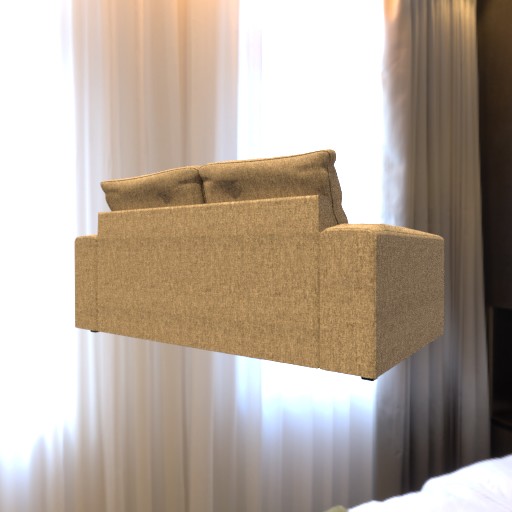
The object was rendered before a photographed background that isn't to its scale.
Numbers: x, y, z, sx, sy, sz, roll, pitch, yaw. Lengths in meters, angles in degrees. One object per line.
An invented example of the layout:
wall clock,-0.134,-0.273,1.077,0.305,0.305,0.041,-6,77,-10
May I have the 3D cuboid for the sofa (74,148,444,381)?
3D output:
sofa,0.000,0.000,2.448,1.758,0.877,1.094,1,1,35
